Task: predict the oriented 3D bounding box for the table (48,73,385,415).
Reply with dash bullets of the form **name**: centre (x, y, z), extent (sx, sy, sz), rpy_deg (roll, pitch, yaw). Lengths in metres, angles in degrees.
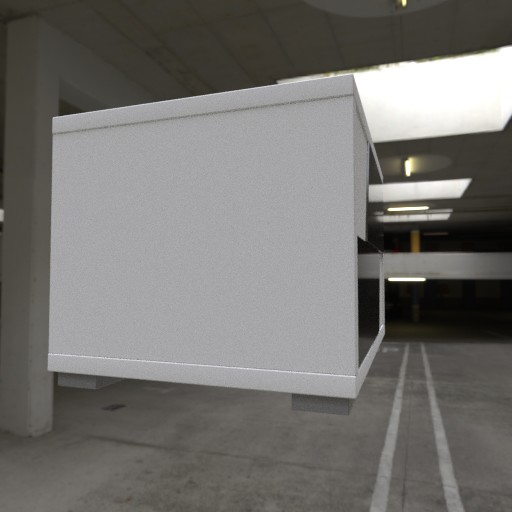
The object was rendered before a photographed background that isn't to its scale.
- **table**: centre (0.000, 0.000, 0.765), extent (0.399, 0.357, 0.517), rpy_deg (-1, -3, 19)
